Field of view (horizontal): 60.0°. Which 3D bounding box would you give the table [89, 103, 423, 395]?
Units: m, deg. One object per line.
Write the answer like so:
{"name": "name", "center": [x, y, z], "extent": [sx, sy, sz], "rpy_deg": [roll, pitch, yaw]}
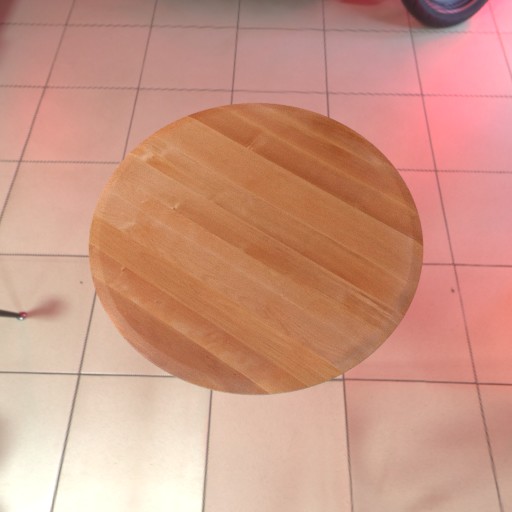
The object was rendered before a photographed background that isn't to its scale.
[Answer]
{"name": "table", "center": [0.000, 0.000, 1.381], "extent": [0.900, 0.400, 0.900], "rpy_deg": [0, 63, 0]}
